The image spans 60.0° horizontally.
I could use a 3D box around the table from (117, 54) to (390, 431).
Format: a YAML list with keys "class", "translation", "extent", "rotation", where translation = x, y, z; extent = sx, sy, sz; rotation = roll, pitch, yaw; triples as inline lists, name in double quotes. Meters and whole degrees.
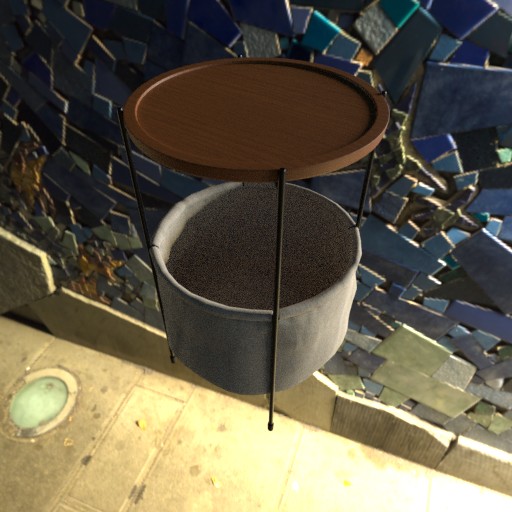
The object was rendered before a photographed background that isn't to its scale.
- class: "table"
  translation: [0.000, 0.000, 0.864]
  extent: [0.393, 0.623, 0.393]
  rotation: [26, 48, 26]
